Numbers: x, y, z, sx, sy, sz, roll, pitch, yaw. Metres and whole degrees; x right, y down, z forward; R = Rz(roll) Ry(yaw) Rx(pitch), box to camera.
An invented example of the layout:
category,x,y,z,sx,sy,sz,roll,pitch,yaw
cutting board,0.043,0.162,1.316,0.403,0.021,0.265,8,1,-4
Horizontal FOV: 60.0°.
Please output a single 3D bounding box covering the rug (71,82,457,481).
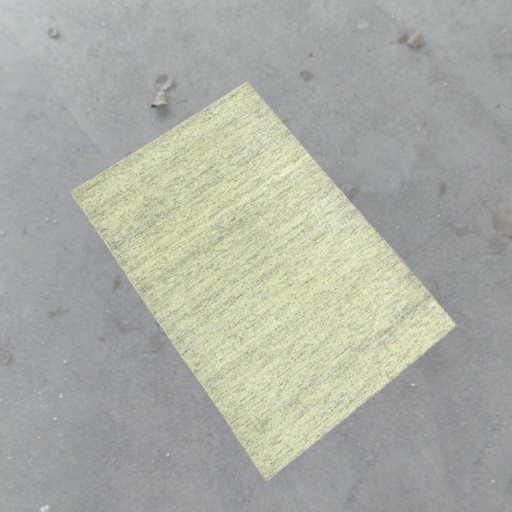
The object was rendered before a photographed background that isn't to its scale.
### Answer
category,x,y,z,sx,sy,sz,roll,pitch,yaw
rug,0.000,0.000,2.395,1.243,0.014,1.846,-35,77,-10
